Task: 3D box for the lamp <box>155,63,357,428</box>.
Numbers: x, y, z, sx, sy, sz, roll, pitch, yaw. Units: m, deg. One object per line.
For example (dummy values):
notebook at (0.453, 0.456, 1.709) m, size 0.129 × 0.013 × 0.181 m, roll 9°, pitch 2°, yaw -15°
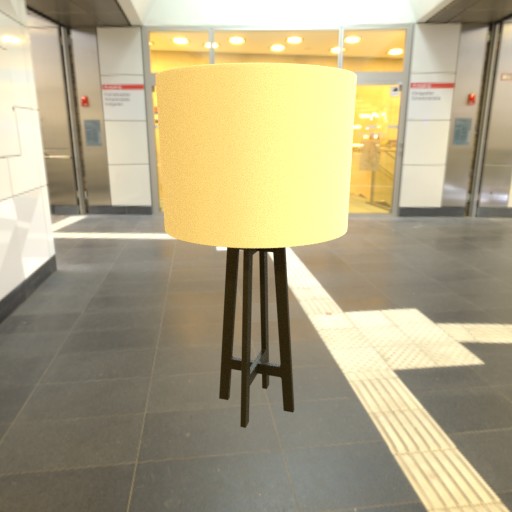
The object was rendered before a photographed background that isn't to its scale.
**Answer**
lamp at (0.000, 0.000, 0.643) m, size 0.257 × 0.489 × 0.257 m, roll -8°, pitch 17°, yaw -26°
